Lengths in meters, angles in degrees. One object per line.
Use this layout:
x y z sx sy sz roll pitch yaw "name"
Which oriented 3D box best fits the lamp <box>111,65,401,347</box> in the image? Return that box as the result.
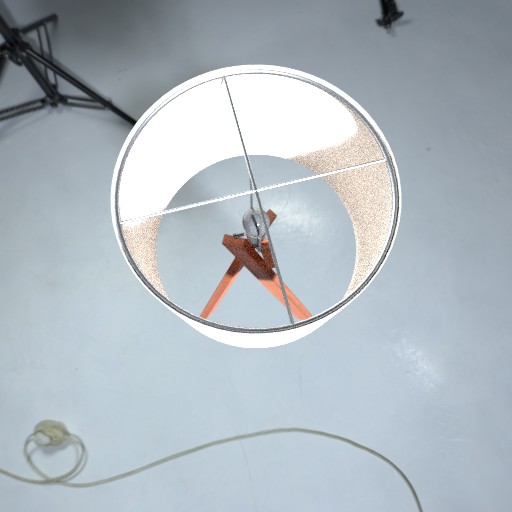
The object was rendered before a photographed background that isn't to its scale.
0.000 0.000 0.912 0.380 0.686 0.380 -14 75 -4 "lamp"
